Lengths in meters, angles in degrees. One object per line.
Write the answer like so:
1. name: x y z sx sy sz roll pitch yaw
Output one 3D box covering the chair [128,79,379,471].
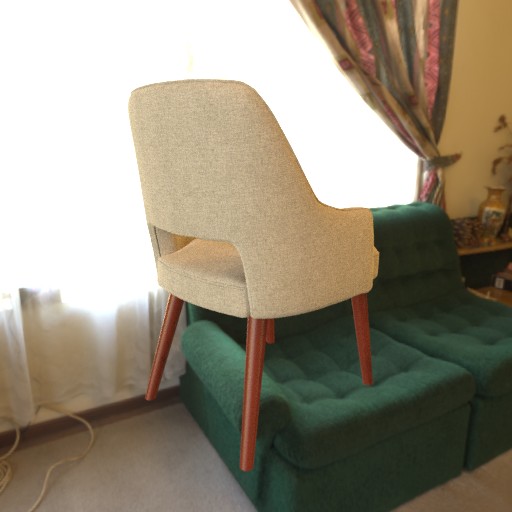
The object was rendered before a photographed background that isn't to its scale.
1. chair: 0.000 0.000 1.222 0.548 0.849 0.605 14 20 43
